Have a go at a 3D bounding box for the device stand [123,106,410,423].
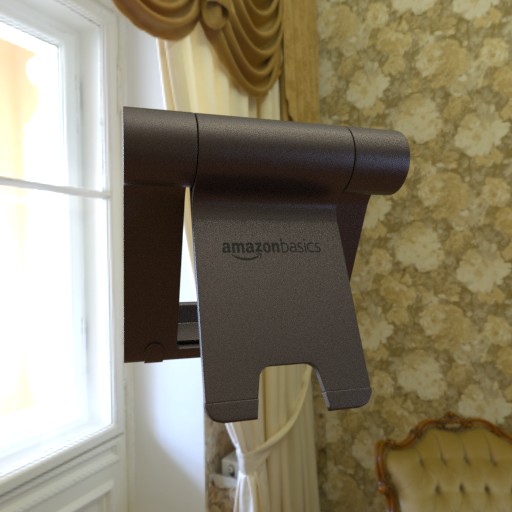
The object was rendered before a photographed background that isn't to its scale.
[{"bbox_3d":[0.000,0.000,0.154,0.088,0.084,0.079,0,1,-17],"label":"device stand"}]
